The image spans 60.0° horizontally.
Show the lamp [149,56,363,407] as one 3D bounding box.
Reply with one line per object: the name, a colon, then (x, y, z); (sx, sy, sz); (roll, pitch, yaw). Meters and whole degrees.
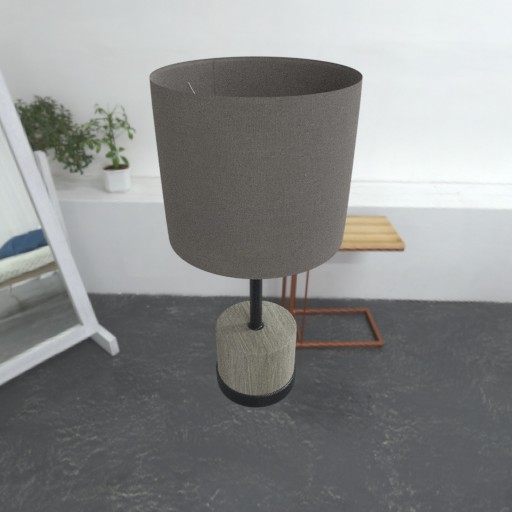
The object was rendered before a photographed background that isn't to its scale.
lamp: (0.000, 0.000, 0.606); (0.229, 0.470, 0.229); (-11, 34, -17)
